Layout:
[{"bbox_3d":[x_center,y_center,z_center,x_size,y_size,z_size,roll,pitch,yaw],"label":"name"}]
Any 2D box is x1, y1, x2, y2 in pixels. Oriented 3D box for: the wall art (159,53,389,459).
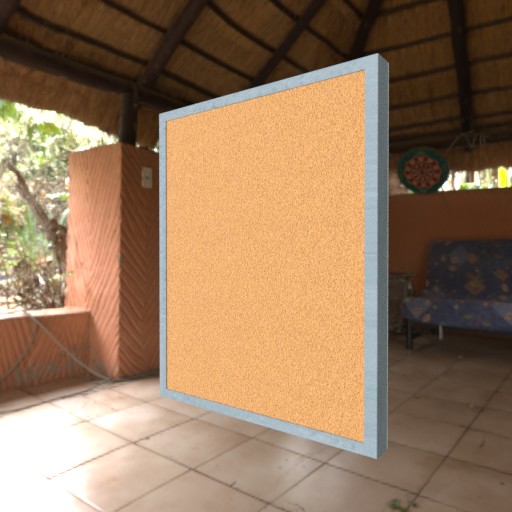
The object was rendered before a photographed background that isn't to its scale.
[{"bbox_3d":[0.000,0.000,0.692,0.409,0.509,0.037,0,1,37],"label":"wall art"}]
